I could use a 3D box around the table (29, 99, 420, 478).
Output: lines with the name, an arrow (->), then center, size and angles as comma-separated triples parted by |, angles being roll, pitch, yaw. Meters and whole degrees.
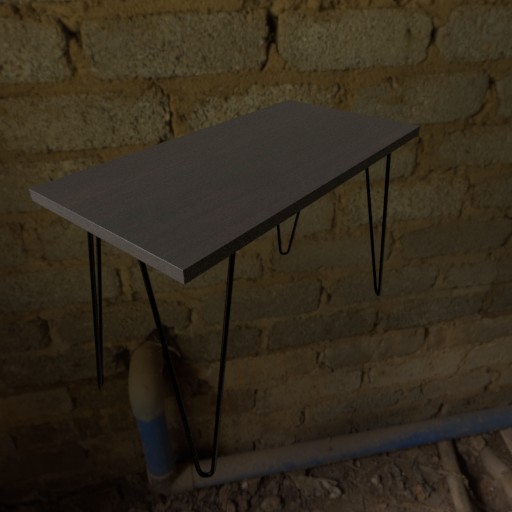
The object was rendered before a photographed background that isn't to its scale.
table -> 0.000, 0.000, 1.358 | 0.499, 0.660, 0.991 | 24, 41, 32
